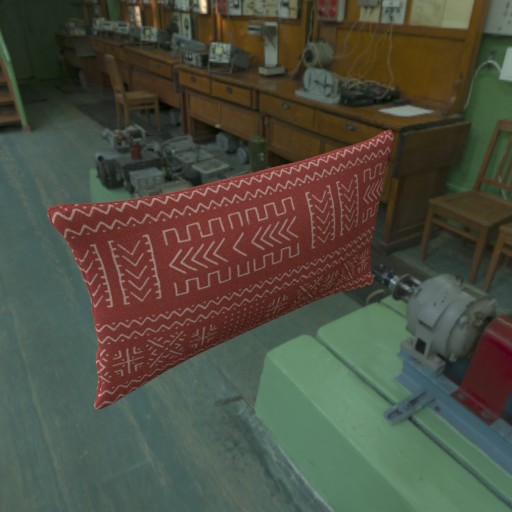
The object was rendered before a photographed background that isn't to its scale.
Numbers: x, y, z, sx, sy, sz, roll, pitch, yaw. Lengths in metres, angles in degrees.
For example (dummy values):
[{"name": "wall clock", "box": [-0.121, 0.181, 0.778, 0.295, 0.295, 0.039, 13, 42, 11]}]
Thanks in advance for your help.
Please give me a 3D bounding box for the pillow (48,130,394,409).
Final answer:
[{"name": "pillow", "box": [0.000, 0.000, 0.784, 0.640, 0.352, 0.130, -20, 36, -29]}]
